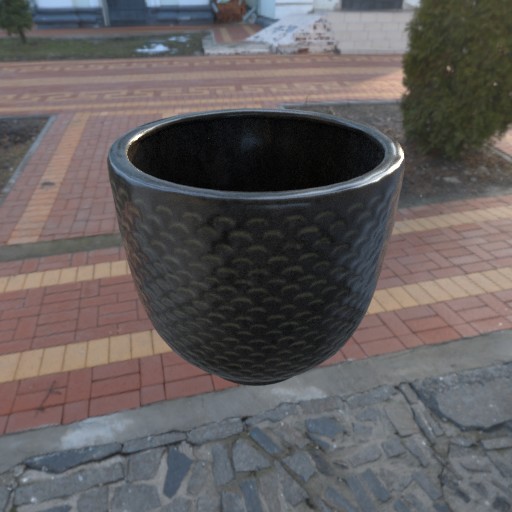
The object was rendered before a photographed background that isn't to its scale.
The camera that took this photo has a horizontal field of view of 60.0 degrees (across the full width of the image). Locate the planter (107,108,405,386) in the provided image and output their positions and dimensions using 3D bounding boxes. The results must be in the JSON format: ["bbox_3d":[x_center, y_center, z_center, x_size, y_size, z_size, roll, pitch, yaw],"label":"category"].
[{"bbox_3d":[0.000,0.000,0.304,0.172,0.160,0.172,0,31,0],"label":"planter"}]
